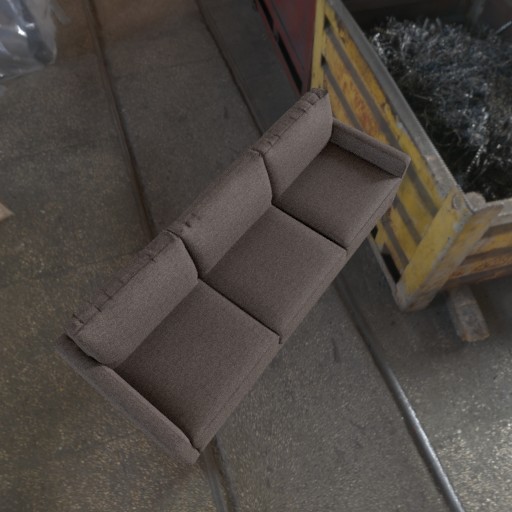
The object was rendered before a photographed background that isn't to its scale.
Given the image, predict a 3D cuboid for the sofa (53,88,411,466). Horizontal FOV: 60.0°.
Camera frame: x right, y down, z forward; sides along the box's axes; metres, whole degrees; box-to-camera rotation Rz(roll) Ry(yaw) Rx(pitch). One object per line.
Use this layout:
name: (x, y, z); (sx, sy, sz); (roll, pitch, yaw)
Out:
sofa: (0.000, 0.000, 2.669); (0.876, 0.882, 2.253); (33, 65, 18)
